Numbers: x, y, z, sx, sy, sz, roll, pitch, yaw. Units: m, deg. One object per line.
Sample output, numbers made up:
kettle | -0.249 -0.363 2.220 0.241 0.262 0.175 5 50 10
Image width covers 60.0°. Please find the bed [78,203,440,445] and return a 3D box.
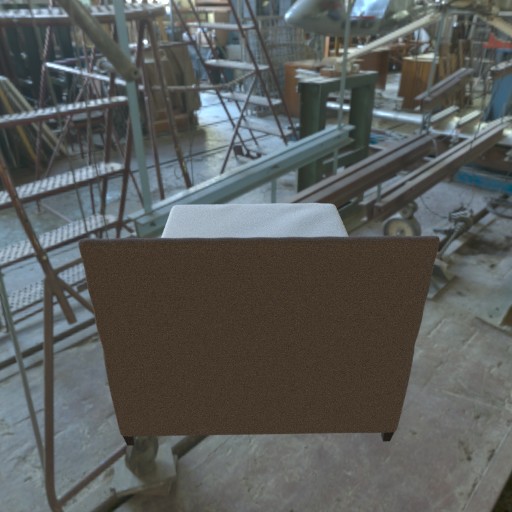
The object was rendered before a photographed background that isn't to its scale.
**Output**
bed | 0.000 0.000 3.333 1.696 1.426 2.233 -1 30 -1
